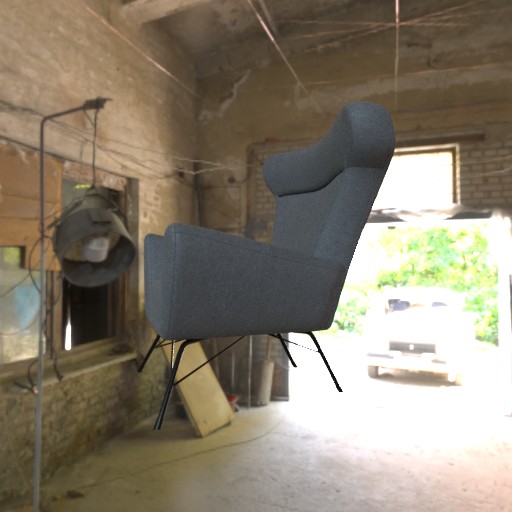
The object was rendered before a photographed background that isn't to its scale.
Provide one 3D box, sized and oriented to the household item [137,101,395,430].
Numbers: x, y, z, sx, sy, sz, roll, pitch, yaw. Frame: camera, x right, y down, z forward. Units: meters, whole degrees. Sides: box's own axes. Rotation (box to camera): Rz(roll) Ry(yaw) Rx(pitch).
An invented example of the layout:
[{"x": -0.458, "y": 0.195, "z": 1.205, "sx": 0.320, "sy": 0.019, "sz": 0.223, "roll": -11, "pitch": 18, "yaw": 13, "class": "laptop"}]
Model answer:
[{"x": 0.000, "y": 0.000, "z": 1.825, "sx": 0.900, "sy": 1.050, "sz": 0.980, "roll": 0, "pitch": -1, "yaw": -19, "class": "household item"}]
